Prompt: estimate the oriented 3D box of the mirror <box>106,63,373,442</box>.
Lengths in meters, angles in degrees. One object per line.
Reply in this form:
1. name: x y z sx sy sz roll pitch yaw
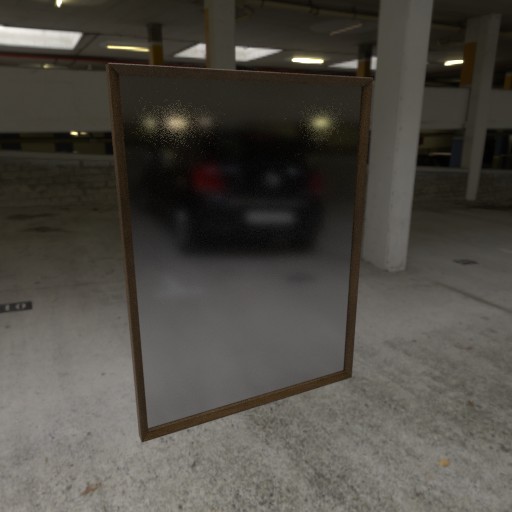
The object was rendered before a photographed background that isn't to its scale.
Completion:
1. mirror: 0.000 0.000 1.319 0.762 1.016 0.041 -8 19 -26
